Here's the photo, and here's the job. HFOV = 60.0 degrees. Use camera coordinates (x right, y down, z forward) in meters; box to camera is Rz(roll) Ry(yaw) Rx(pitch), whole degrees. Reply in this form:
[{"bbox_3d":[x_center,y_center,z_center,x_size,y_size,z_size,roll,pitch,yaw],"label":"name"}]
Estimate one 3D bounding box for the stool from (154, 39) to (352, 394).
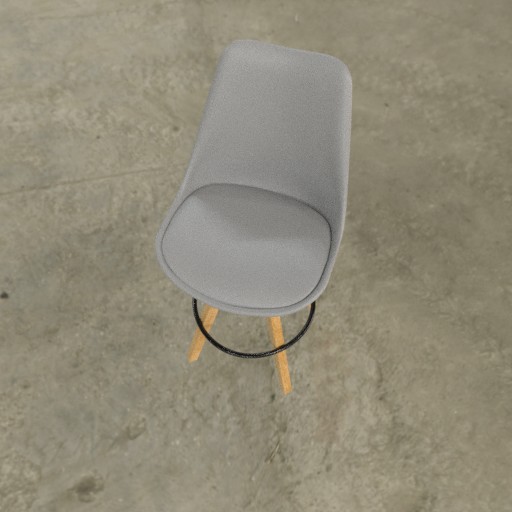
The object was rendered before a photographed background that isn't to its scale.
[{"bbox_3d":[0.000,0.000,1.408,0.485,1.115,0.550,16,59,10],"label":"stool"}]
